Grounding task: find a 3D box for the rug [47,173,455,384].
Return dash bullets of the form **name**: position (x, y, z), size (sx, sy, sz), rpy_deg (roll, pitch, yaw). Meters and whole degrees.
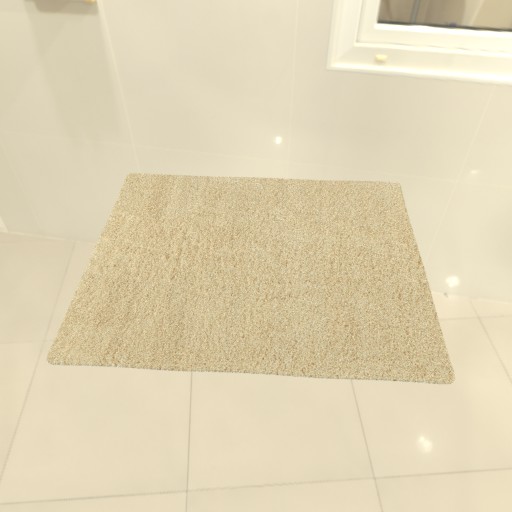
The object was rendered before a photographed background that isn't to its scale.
- **rug**: position (0.000, 0.000, 4.047), size (3.001, 0.025, 2.401), rpy_deg (2, 46, 2)
